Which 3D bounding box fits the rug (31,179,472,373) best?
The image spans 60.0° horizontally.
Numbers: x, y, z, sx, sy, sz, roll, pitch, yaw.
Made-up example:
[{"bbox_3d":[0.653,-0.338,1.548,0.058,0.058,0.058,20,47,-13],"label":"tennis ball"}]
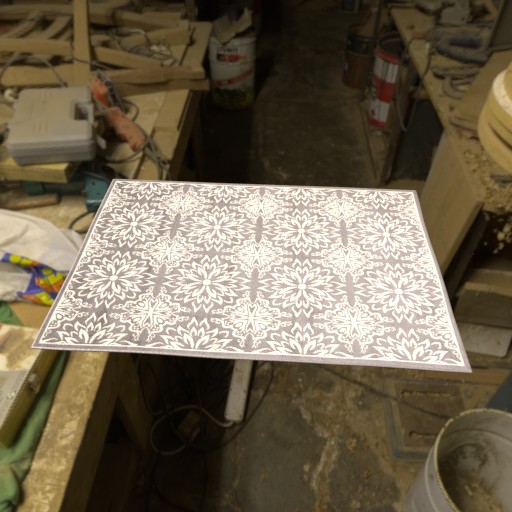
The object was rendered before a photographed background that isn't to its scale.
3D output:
[{"bbox_3d":[0.000,0.000,2.275,1.847,0.012,1.224,3,46,3],"label":"rug"}]
